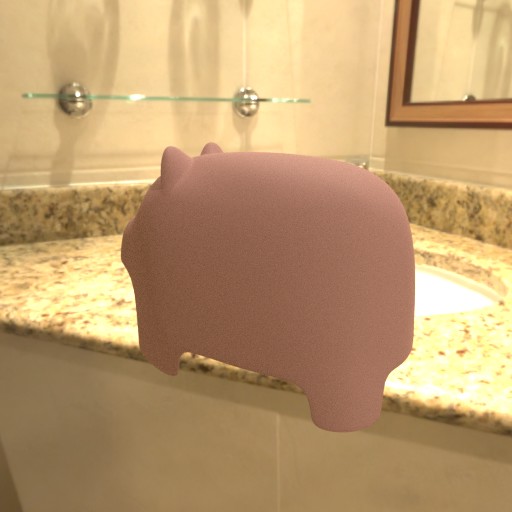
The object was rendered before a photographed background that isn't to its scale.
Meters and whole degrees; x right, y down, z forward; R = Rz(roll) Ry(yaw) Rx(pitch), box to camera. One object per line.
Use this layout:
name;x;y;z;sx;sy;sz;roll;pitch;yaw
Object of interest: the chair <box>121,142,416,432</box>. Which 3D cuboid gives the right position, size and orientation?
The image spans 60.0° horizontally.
chair;0.000;0.000;0.879;0.619;0.423;0.364;9;20;26
